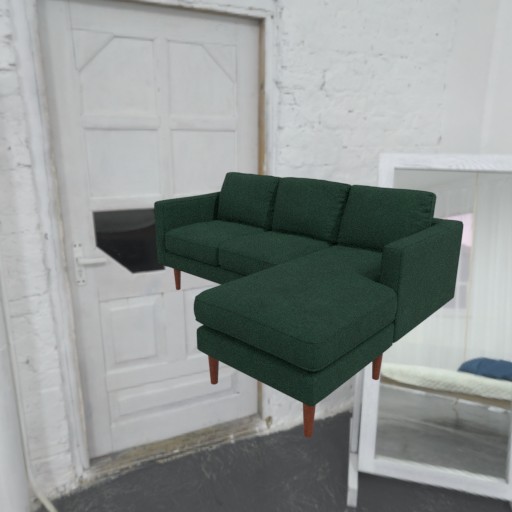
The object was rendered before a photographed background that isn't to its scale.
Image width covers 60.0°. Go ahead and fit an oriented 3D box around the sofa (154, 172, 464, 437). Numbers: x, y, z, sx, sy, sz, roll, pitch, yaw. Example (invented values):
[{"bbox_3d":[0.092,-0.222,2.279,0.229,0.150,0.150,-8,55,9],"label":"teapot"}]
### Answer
[{"bbox_3d":[0.000,0.000,2.860,2.030,0.899,1.580,15,22,40],"label":"sofa"}]
